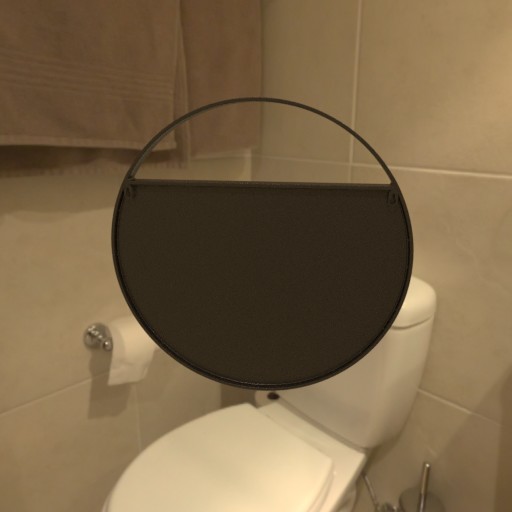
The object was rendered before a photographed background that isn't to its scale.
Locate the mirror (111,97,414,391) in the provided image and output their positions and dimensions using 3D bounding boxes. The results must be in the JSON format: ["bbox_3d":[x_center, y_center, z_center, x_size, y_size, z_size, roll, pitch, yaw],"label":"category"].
[{"bbox_3d":[0.000,0.000,0.838,0.565,0.565,0.032,3,17,8],"label":"mirror"}]
